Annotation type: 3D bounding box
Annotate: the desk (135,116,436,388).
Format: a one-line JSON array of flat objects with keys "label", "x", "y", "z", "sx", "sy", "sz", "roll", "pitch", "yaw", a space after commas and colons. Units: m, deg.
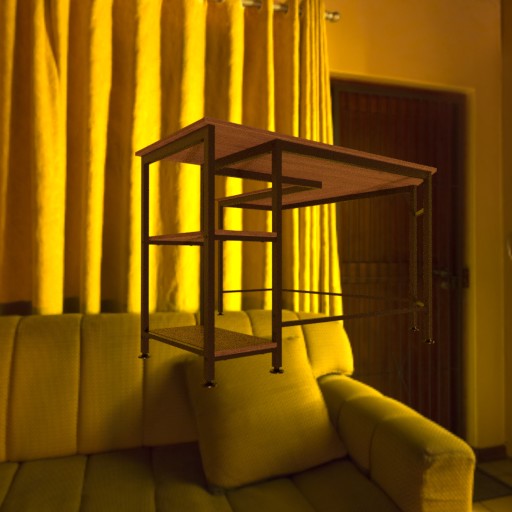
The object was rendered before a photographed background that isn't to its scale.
[{"label": "desk", "x": 0.000, "y": 0.000, "z": 2.164, "sx": 1.379, "sy": 0.739, "sz": 1.379, "roll": 0, "pitch": -1, "yaw": -37}]
